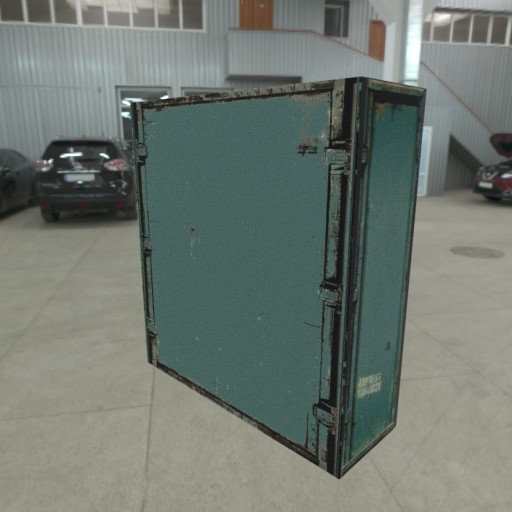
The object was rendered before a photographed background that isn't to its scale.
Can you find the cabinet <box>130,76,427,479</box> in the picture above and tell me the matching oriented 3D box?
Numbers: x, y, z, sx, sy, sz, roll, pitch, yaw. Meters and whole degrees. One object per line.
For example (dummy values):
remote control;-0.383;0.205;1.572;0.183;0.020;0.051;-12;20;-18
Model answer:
cabinet;0.000;0.000;3.179;2.000;2.160;0.680;14;20;43
